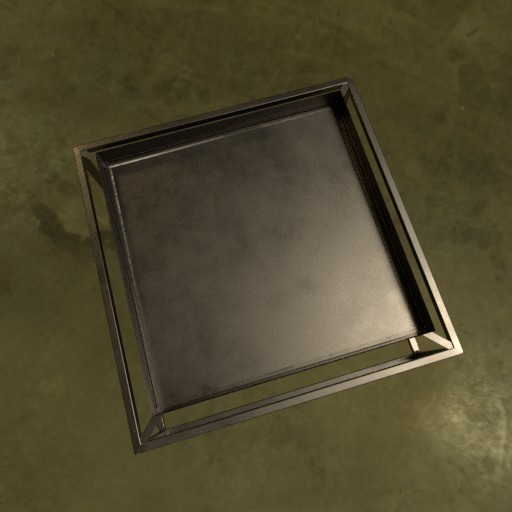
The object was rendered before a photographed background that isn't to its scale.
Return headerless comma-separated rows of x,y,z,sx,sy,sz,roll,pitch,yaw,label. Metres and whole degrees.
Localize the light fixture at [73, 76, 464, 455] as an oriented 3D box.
0.000,0.000,0.683,0.441,0.191,0.441,-16,75,-4,light fixture
